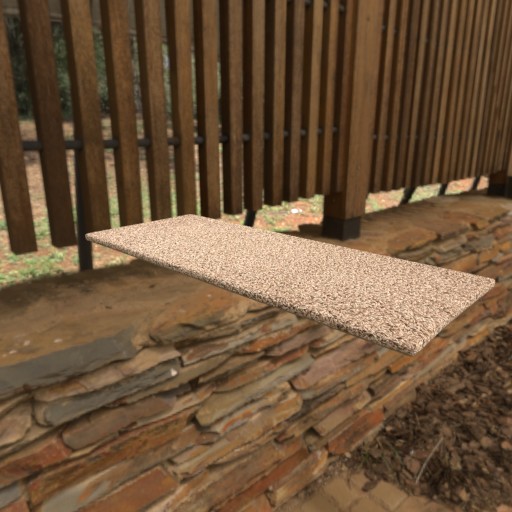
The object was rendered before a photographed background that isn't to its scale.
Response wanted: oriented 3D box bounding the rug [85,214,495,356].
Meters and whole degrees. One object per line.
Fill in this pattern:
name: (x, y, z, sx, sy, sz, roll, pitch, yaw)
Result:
rug: (0.000, 0.000, 1.693, 1.524, 0.030, 0.609, 15, 23, 41)
